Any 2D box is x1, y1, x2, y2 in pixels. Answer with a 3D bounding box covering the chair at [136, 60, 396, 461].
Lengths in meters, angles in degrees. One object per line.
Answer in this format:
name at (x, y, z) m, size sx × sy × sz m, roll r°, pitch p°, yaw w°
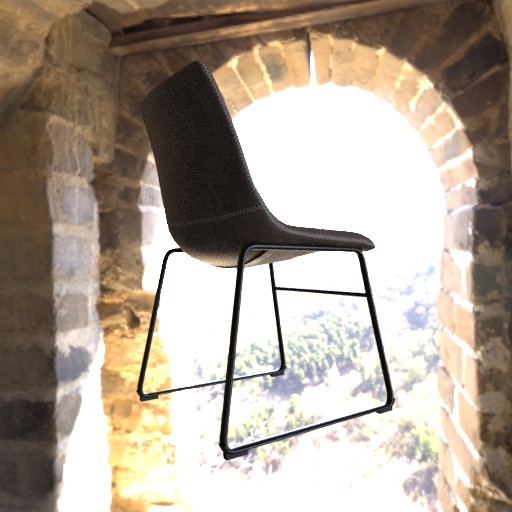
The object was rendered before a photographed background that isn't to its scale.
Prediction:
chair at (0.000, 0.000, 1.154) m, size 0.550 × 0.780 × 0.460 m, roll 1°, pitch -1°, yaw -35°
